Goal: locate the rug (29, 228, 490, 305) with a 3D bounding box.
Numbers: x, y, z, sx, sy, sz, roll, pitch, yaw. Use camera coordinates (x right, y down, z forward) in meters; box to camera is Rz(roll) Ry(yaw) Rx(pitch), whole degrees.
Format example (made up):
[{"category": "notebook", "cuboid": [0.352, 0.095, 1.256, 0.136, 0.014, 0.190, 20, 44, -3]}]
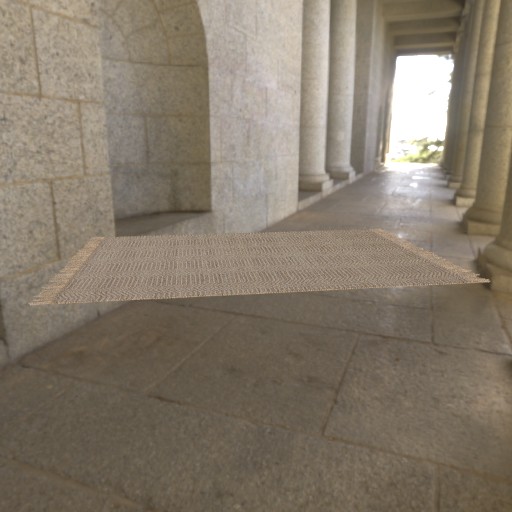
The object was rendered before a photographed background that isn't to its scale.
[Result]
[{"category": "rug", "cuboid": [0.000, 0.000, 3.089, 2.523, 0.034, 1.528, -2, 15, -8]}]
